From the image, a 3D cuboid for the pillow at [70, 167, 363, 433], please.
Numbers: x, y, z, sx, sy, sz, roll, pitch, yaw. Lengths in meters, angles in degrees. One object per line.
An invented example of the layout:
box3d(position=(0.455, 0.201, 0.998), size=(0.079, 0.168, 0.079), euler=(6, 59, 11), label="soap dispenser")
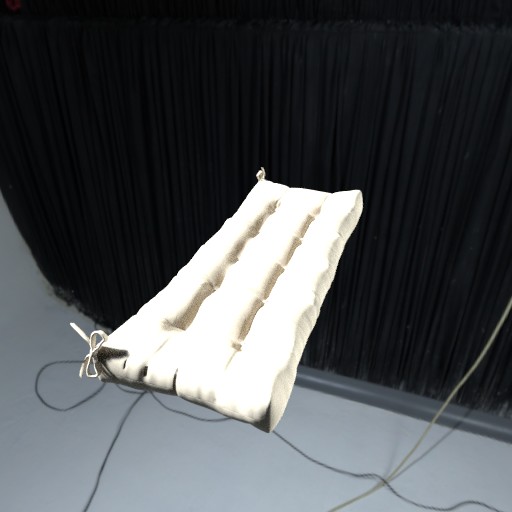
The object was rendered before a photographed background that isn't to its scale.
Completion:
box3d(position=(0.000, 0.000, 1.395), size=(0.511, 0.174, 1.194), euler=(11, 33, 17), label="pillow")
